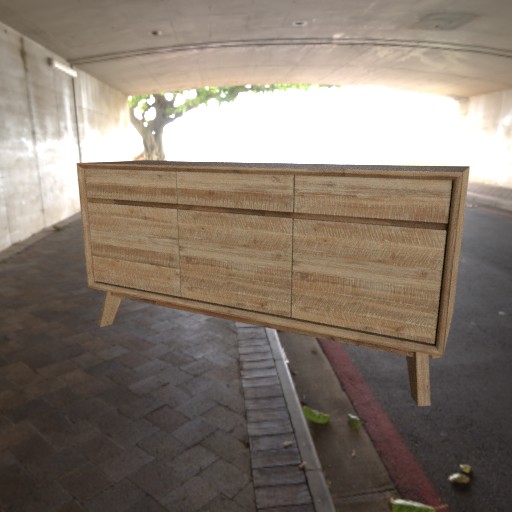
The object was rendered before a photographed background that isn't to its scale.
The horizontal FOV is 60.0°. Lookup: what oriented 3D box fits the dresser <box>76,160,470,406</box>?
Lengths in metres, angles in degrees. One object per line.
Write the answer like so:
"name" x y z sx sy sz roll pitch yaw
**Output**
"dresser" 0.000 0.000 1.946 1.602 0.788 0.455 7 16 26
